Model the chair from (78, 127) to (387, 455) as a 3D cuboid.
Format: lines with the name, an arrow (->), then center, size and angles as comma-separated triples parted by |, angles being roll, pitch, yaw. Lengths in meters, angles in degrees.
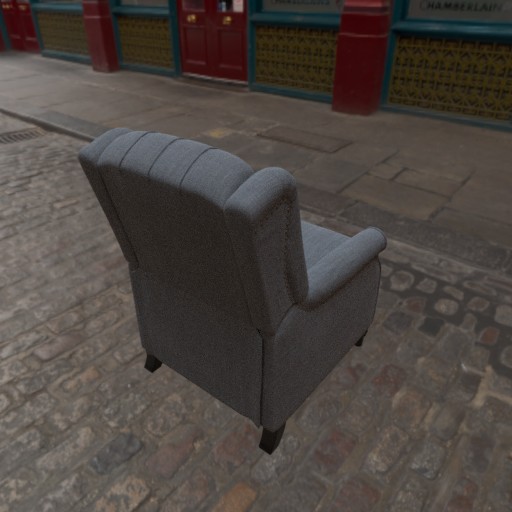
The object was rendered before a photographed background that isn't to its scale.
chair -> 0.000, 0.000, 1.659 | 0.742, 1.035, 0.898 | 22, 37, 32
